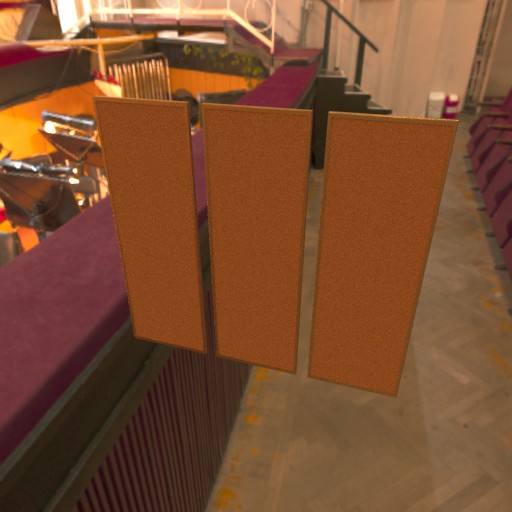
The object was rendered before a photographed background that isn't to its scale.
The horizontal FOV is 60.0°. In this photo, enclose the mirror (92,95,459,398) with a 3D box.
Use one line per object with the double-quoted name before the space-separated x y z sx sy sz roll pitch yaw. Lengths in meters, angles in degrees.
"mirror" 0.000 0.000 1.420 1.011 0.926 0.023 9 31 15
